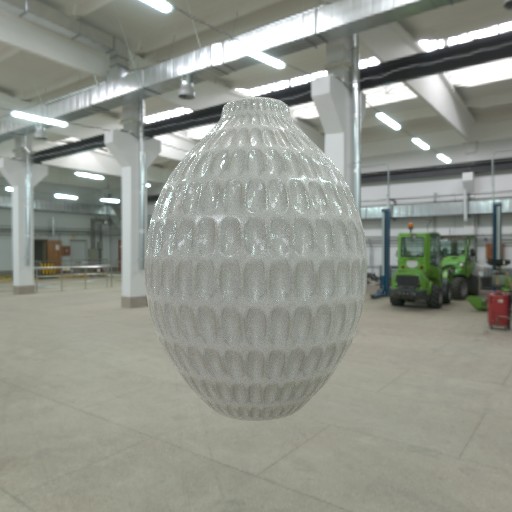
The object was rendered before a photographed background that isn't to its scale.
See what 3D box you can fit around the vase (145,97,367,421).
[{"bbox_3d":[0.000,0.000,0.332,0.162,0.223,0.162,0,1,0],"label":"vase"}]
